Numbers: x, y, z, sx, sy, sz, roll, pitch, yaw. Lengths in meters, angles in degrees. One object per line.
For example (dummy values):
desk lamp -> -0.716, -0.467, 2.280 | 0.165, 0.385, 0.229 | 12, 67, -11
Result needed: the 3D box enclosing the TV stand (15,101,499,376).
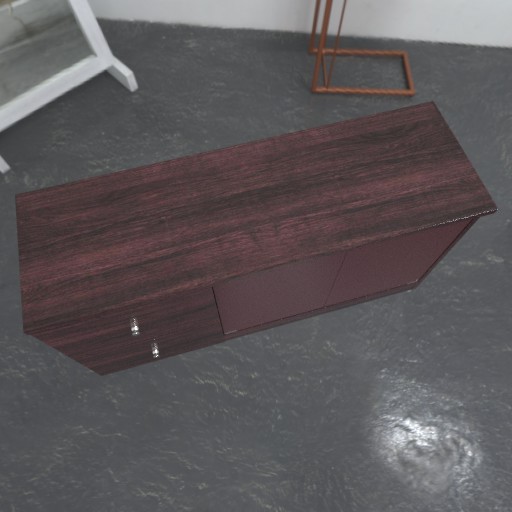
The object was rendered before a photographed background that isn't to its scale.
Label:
TV stand -> 0.000, 0.000, 1.419 | 1.192, 0.614, 0.404 | -14, 66, -7
